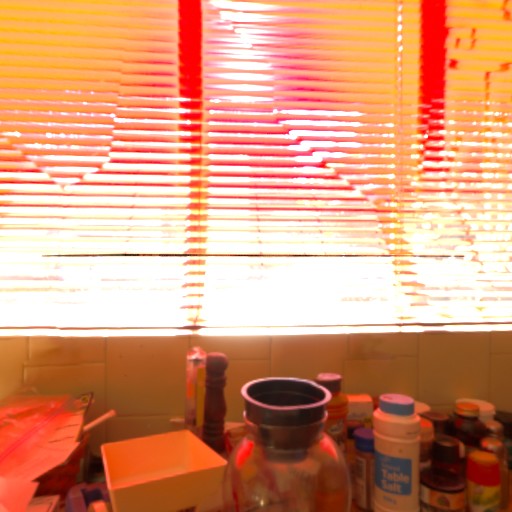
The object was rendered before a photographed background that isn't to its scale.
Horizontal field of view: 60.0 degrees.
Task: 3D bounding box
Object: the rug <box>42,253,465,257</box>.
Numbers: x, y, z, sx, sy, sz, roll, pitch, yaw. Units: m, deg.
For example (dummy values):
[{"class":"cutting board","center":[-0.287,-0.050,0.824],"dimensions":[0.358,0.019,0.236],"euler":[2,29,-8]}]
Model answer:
[{"class":"rug","center":[0.000,0.000,2.283],"dimensions":[1.825,0.009,1.221],"euler":[0,0,-36]}]
